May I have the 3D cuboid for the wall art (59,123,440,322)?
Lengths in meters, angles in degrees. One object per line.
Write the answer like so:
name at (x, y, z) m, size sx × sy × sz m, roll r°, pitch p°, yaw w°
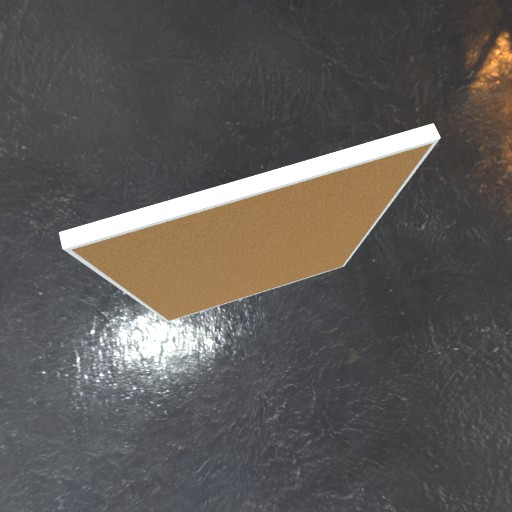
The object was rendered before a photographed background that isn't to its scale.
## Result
wall art at (0.000, 0.000, 1.397) m, size 0.795 × 1.050 × 0.039 m, roll -17°, pitch 75°, yaw -5°
